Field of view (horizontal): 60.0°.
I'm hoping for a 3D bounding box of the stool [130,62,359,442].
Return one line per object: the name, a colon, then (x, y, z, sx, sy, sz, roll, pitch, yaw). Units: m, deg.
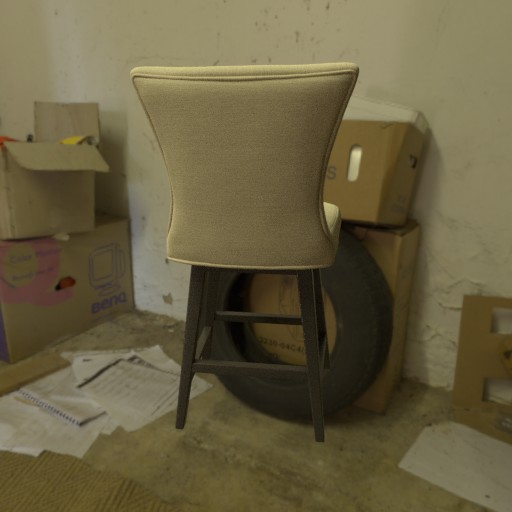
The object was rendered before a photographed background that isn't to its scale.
stool: (0.000, 0.000, 1.324, 0.514, 1.000, 0.574, 2, 16, 8)
